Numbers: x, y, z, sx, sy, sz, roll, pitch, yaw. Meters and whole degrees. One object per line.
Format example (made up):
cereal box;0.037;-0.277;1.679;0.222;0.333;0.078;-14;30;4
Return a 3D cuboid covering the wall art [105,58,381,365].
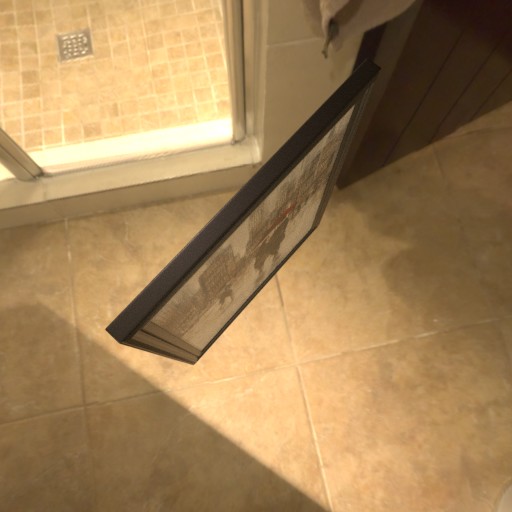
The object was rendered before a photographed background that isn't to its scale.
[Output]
wall art;0.000;0.000;1.641;0.053;1.194;0.950;40;78;11
